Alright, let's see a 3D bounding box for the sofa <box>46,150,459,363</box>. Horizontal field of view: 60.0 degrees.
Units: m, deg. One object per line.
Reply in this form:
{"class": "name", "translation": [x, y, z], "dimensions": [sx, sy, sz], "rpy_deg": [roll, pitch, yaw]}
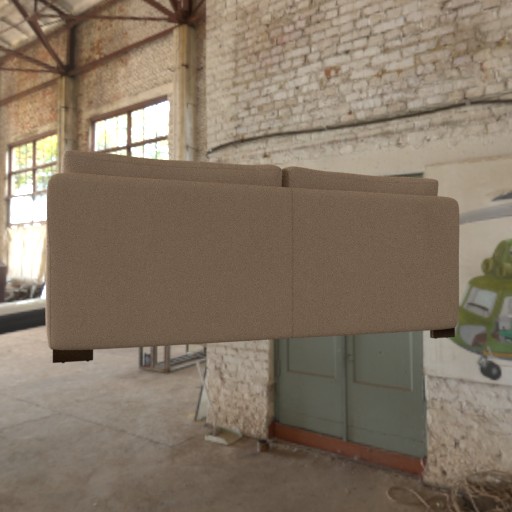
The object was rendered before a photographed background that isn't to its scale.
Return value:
{"class": "sofa", "translation": [0.000, 0.000, 2.583], "dimensions": [2.147, 0.925, 0.929], "rpy_deg": [0, -1, -19]}
